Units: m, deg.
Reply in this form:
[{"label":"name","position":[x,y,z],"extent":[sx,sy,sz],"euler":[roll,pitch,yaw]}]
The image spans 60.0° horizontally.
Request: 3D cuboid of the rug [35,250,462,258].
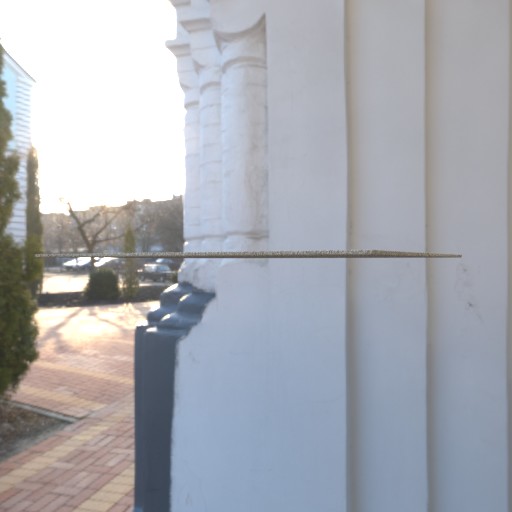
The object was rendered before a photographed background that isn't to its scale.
[{"label":"rug","position":[0.000,0.000,3.979],"extent":[3.000,0.026,2.400],"euler":[0,-1,34]}]
